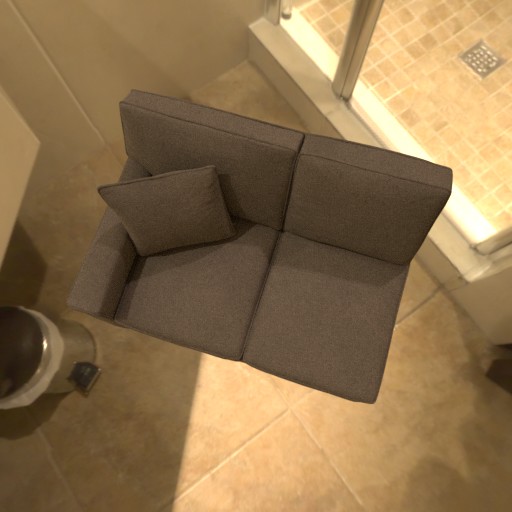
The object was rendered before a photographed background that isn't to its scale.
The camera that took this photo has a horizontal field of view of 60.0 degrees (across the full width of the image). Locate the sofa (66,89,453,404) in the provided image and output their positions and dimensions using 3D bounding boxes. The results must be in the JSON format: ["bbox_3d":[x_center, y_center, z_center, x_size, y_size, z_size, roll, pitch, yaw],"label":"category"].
[{"bbox_3d":[0.000,0.000,2.060,1.388,0.989,0.991,16,75,4],"label":"sofa"}]
